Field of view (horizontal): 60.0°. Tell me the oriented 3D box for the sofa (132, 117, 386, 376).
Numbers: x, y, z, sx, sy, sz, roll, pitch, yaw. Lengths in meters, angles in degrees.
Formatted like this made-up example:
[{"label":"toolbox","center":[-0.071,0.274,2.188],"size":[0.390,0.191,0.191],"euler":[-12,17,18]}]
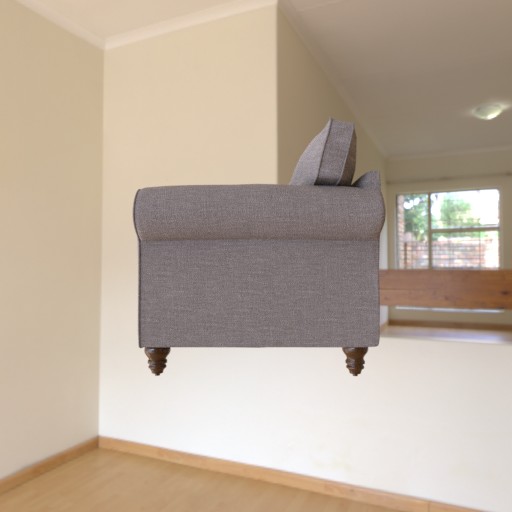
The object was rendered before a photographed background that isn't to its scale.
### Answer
[{"label":"sofa","center":[0.000,0.000,2.579],"size":[0.916,0.961,2.084],"euler":[0,-2,0]}]
